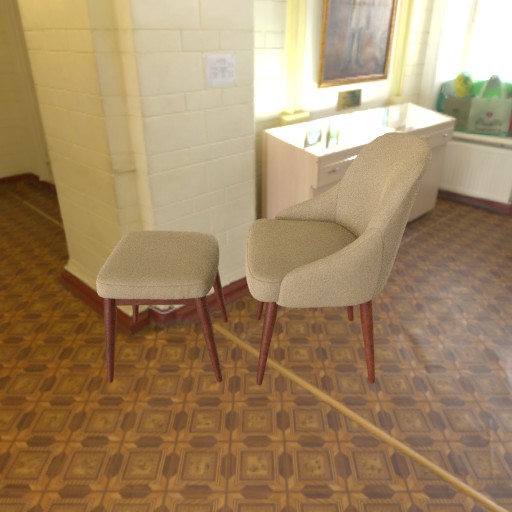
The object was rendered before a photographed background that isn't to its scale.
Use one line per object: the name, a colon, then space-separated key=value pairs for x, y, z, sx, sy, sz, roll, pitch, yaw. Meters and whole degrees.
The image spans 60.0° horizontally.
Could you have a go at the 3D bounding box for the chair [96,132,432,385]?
chair: x=0.000 y=0.000 z=1.657 sx=1.114 sy=0.866 sz=0.584 roll=0 pitch=26 yaw=0
